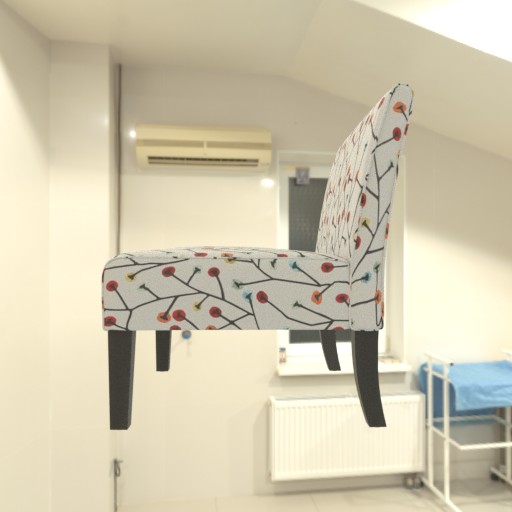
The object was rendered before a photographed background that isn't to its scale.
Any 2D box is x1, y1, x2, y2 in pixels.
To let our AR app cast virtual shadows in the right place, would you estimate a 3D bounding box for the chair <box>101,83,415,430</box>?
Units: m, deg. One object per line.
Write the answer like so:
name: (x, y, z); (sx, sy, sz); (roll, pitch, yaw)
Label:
chair: (0.000, 0.000, 1.312); (0.732, 0.813, 0.597); (0, 0, -1)
